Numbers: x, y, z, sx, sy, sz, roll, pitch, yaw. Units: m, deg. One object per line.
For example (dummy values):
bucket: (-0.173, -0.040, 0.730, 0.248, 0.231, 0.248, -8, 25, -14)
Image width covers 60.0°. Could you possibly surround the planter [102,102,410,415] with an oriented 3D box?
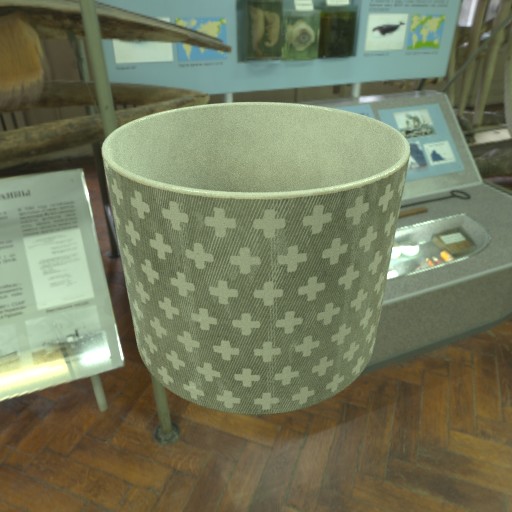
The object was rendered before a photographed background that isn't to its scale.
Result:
planter: (0.000, 0.000, 0.331, 0.190, 0.181, 0.190, 0, 31, 0)
